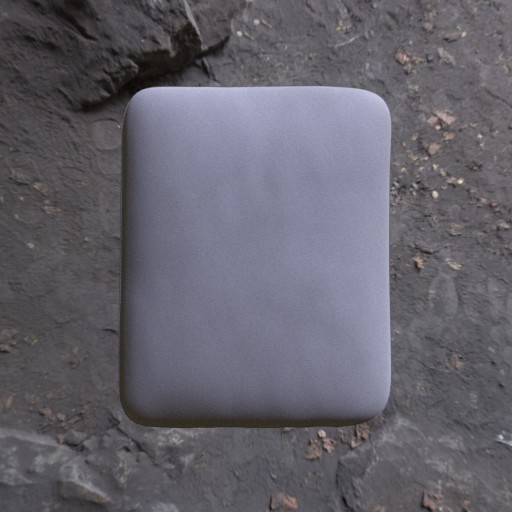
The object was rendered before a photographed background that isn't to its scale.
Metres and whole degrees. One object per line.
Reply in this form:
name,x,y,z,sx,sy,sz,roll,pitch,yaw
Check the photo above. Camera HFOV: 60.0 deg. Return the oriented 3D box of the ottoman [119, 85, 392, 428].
ottoman,0.000,0.000,1.128,0.593,0.478,0.747,0,89,0
